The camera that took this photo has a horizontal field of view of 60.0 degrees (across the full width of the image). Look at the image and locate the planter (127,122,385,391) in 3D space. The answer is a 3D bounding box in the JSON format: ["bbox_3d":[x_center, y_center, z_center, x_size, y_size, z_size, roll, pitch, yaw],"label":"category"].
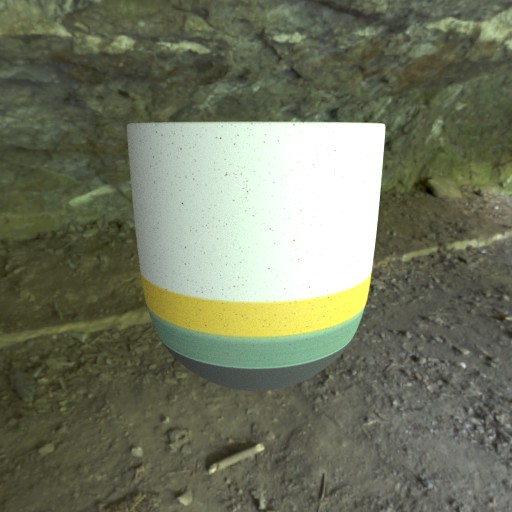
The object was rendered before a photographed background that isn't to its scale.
[{"bbox_3d":[0.000,0.000,0.375,0.195,0.214,0.195,0,16,0],"label":"planter"}]
